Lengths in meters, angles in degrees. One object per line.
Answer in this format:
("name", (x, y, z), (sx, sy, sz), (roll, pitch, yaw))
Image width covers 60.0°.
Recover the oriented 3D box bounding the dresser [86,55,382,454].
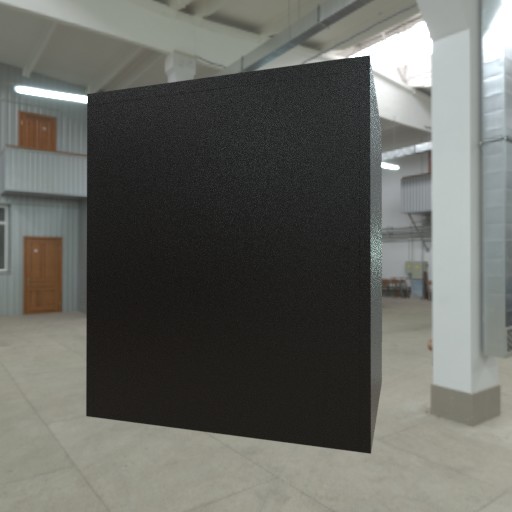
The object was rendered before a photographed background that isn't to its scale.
("dresser", (0.000, 0.000, 0.753), (0.400, 0.470, 0.360), (0, 0, 18))
